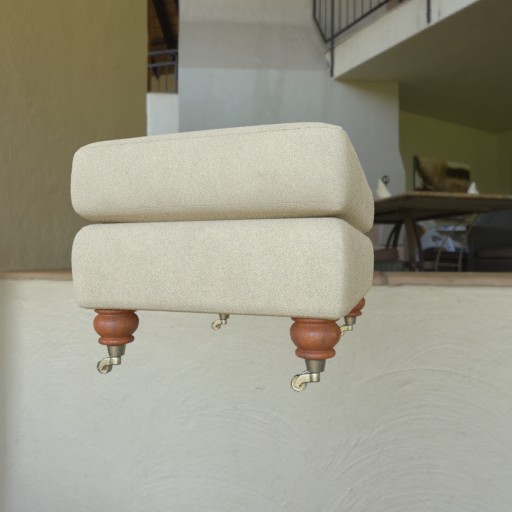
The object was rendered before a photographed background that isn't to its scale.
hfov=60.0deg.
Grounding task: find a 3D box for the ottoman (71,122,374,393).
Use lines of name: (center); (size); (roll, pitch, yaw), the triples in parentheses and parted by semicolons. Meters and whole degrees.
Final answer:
ottoman: (0.000, 0.000, 1.155); (0.569, 0.504, 0.773); (0, 0, 18)
